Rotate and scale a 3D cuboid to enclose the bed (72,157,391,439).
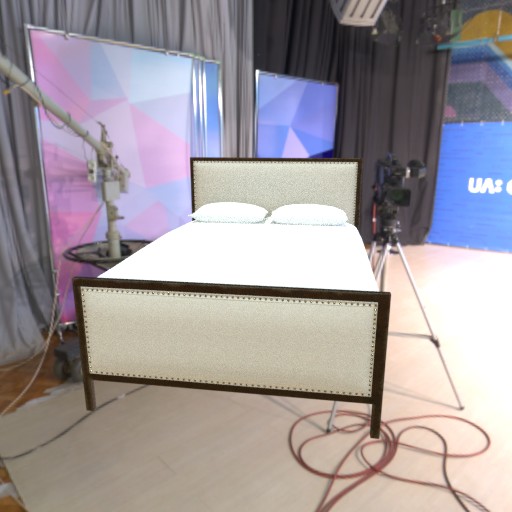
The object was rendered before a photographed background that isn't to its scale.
[{"bbox_3d":[0.000,0.000,3.236,1.607,1.313,2.221,2,15,9],"label":"bed"}]
